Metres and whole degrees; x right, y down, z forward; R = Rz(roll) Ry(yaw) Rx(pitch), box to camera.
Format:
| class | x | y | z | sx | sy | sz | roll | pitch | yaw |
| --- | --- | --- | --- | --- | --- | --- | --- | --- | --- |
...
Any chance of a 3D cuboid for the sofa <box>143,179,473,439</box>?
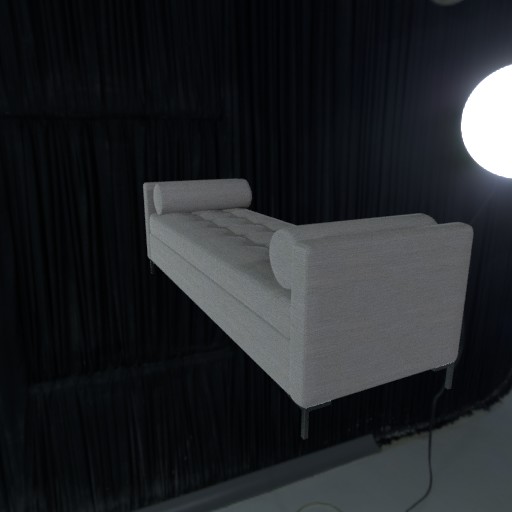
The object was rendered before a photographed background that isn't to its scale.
| class | x | y | z | sx | sy | sz | roll | pitch | yaw |
| --- | --- | --- | --- | --- | --- | --- | --- | --- | --- |
| sofa | 0.000 | 0.000 | 2.290 | 0.686 | 0.635 | 1.981 | -7 | 17 | -26 |
